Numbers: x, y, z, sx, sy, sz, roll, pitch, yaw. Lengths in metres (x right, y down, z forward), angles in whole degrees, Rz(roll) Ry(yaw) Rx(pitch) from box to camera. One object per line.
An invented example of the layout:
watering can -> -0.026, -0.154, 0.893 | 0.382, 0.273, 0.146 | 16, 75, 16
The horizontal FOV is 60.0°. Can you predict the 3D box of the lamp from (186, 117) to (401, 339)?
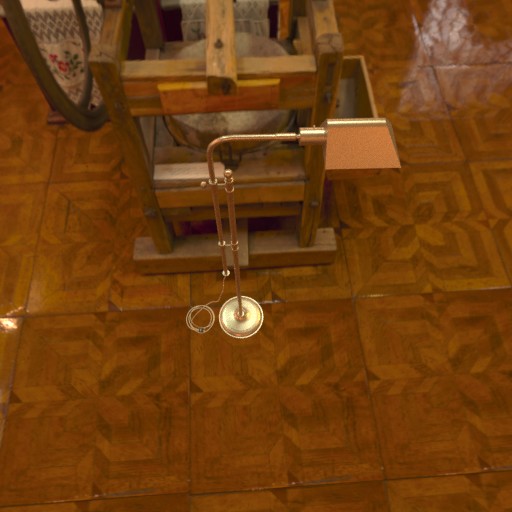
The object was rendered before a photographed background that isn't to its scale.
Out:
lamp -> 0.000, 0.000, 1.890 | 0.813, 1.571, 0.256 | -1, 63, -1
